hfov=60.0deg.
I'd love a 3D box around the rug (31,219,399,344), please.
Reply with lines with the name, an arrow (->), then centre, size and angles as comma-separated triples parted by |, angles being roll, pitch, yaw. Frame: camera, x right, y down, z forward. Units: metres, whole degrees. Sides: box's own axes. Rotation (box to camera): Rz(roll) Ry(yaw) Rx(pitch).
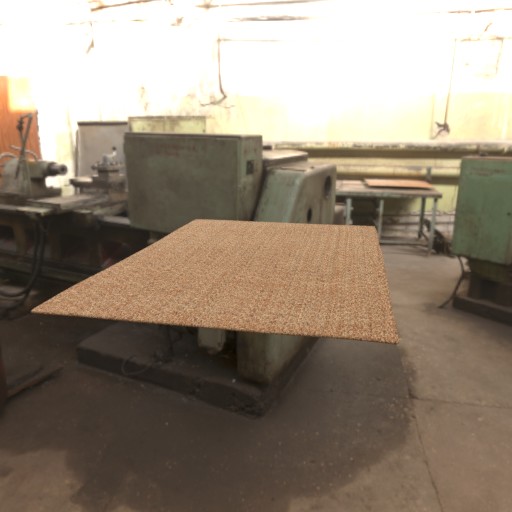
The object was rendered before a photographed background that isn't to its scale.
rug -> 0.000, 0.000, 2.760 | 1.566, 0.013, 2.141 | 3, 16, 11
